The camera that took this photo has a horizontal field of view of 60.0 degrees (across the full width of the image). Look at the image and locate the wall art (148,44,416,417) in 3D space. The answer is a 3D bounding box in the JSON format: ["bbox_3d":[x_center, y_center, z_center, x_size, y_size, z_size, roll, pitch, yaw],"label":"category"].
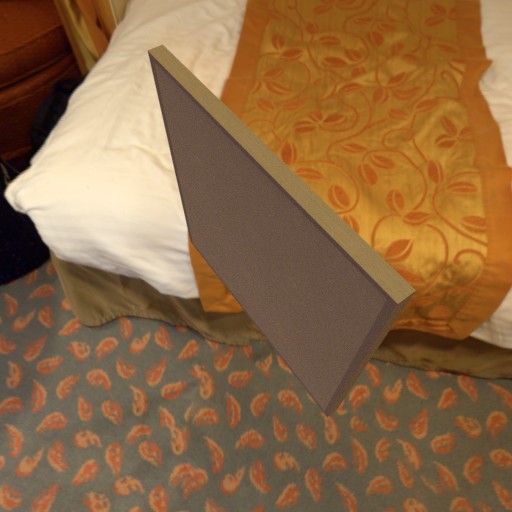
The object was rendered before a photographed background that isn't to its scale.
[{"bbox_3d":[0.000,0.000,1.141,0.038,0.758,0.761,-32,63,-18],"label":"wall art"}]
